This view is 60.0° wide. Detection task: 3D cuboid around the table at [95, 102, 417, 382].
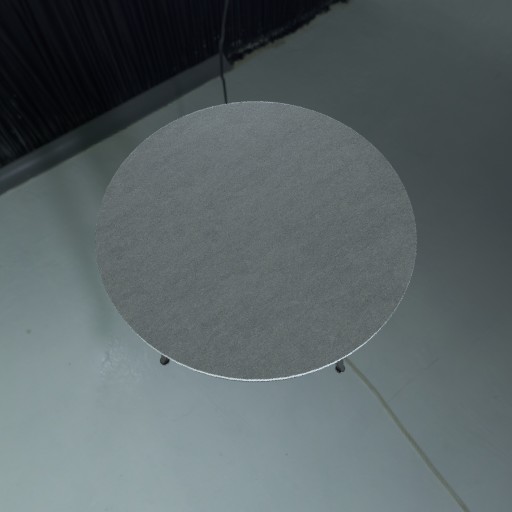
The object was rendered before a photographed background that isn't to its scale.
[{"bbox_3d":[0.000,0.000,1.452,0.889,0.470,0.889,0,63,0],"label":"table"}]
